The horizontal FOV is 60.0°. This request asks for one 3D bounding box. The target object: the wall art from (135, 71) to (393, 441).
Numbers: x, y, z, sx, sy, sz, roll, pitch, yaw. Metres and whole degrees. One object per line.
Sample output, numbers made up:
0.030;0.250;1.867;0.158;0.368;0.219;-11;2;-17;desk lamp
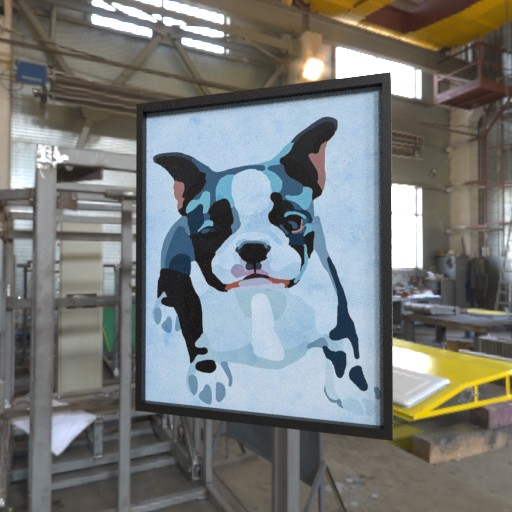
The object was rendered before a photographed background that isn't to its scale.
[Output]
0.000;0.000;0.502;0.294;0.369;0.030;0;-1;18;wall art
